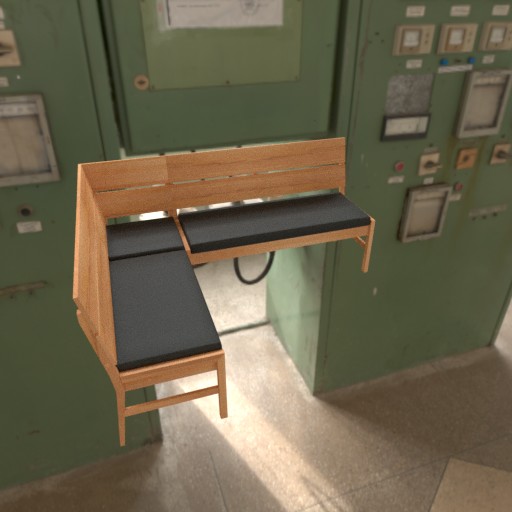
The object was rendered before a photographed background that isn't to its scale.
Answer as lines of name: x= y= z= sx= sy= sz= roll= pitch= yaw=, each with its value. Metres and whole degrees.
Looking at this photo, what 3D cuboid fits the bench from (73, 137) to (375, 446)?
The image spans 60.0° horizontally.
bench: x=0.000 y=0.000 z=2.768 sx=1.948 sy=0.890 sz=1.548 roll=-10 pitch=33 yaw=-15
